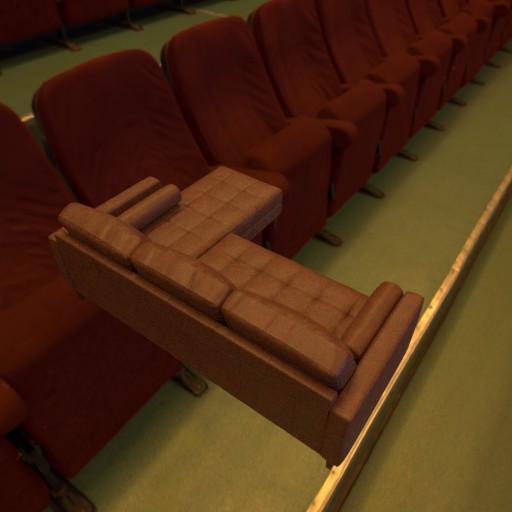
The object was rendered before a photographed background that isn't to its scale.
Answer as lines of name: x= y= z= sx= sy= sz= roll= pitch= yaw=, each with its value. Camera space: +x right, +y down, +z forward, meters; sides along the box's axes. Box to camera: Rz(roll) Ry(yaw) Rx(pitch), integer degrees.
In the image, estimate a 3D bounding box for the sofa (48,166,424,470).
sofa: x=0.000 y=0.000 z=2.962 sx=2.185 sy=0.841 sz=1.613 roll=26 pitch=48 yaw=26
